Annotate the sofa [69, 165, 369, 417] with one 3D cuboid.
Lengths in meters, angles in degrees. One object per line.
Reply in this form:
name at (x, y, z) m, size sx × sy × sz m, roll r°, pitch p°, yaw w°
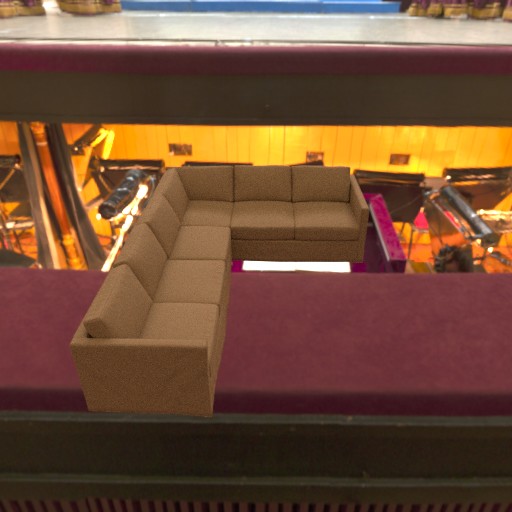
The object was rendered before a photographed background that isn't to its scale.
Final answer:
sofa at (0.000, 0.000, 4.402) m, size 2.432 × 0.871 × 3.182 m, roll 1°, pitch 31°, yaw 1°
